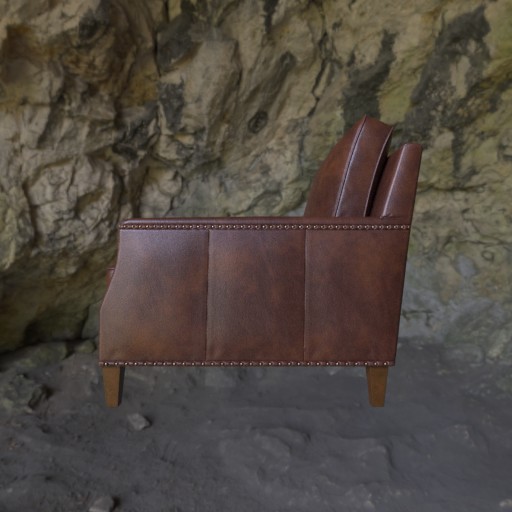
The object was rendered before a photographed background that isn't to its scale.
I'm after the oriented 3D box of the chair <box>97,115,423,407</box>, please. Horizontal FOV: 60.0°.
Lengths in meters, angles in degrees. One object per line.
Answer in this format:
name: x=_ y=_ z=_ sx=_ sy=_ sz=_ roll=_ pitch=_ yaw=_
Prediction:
chair: x=0.000 y=0.000 z=1.756 sx=1.014 sy=0.929 sz=0.853 roll=0 pitch=0 yaw=0
